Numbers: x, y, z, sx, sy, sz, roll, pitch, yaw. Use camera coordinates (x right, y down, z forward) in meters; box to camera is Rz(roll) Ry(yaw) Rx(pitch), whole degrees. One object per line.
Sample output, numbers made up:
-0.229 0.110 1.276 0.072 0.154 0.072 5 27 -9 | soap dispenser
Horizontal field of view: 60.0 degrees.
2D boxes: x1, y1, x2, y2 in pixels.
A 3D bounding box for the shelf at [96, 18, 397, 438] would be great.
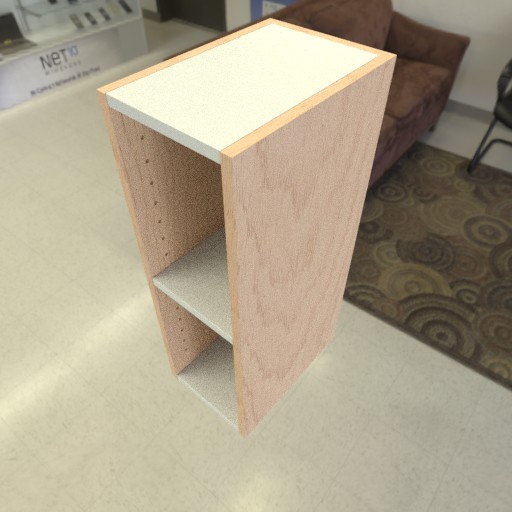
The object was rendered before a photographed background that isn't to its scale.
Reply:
0.000 0.000 0.716 0.200 0.600 0.290 32 54 27 | shelf
